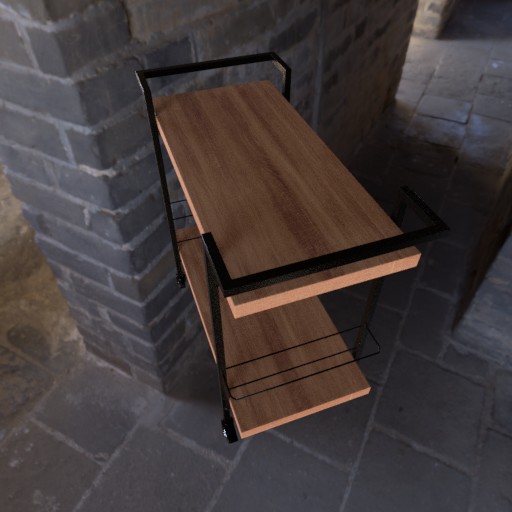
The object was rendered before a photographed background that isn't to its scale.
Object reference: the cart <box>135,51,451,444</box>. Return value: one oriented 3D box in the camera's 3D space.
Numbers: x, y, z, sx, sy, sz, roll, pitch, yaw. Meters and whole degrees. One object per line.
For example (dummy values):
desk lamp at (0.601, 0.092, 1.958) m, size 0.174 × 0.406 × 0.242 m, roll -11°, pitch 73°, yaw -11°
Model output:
cart at (0.000, 0.000, 1.227) m, size 0.406 × 0.762 × 0.806 m, roll -14°, pitch 47°, yaw -14°
